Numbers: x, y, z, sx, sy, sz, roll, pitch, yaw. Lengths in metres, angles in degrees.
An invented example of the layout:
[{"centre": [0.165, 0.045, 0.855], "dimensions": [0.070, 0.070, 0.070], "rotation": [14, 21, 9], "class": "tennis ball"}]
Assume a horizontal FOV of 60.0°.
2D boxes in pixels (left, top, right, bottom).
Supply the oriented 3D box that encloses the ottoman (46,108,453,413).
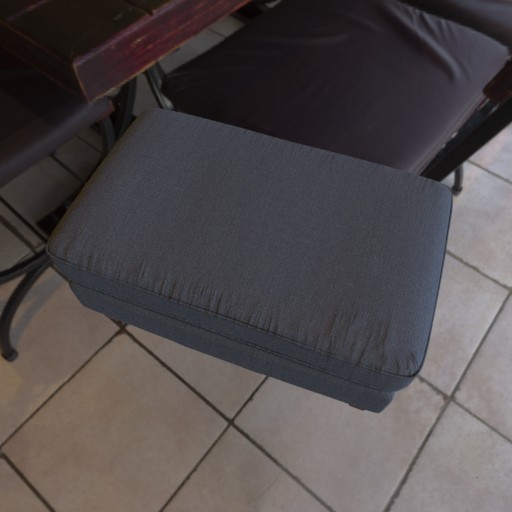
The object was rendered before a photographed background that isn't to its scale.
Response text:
[{"centre": [0.000, 0.000, 1.210], "dimensions": [0.885, 0.438, 0.570], "rotation": [18, 60, 10], "class": "ottoman"}]
